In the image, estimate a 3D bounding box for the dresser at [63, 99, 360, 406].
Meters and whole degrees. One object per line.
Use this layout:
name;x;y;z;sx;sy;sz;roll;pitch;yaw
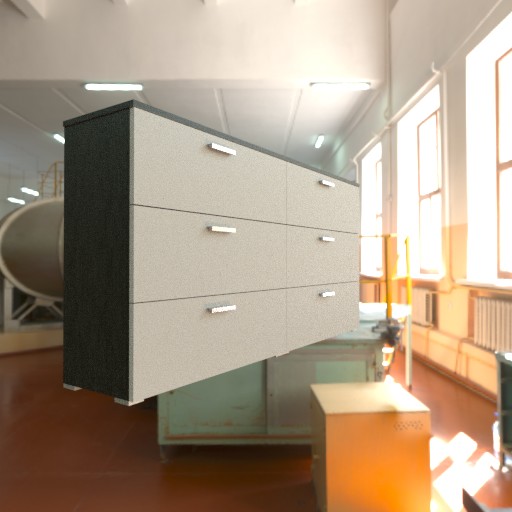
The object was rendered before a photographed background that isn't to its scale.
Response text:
dresser;0.000;0.000;1.851;0.333;0.790;1.535;0;-1;35
